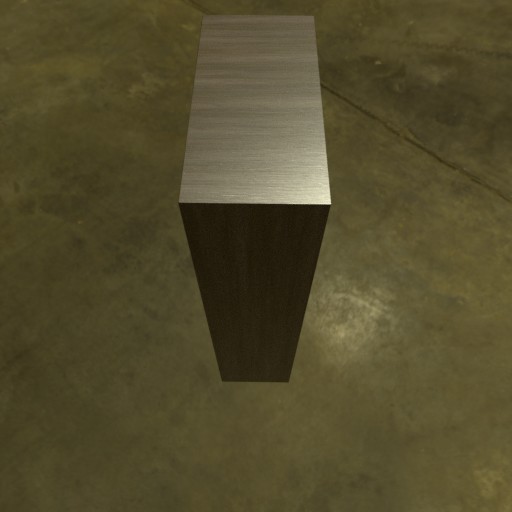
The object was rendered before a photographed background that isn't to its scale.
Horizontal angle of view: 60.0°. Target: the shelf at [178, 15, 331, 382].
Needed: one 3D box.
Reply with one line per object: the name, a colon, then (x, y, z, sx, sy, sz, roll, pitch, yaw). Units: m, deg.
shelf: (0.000, 0.000, 1.751, 0.323, 1.545, 0.670, 1, 59, 0)
